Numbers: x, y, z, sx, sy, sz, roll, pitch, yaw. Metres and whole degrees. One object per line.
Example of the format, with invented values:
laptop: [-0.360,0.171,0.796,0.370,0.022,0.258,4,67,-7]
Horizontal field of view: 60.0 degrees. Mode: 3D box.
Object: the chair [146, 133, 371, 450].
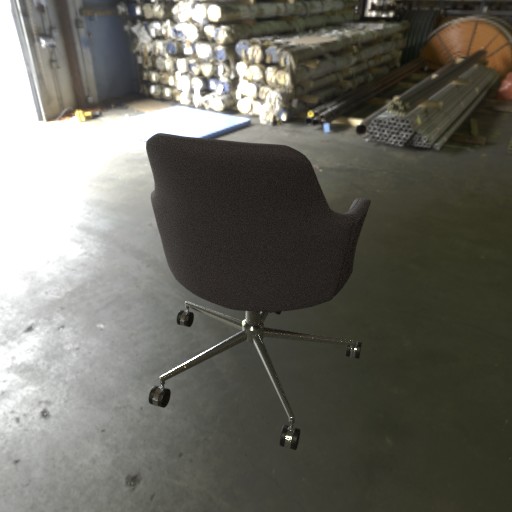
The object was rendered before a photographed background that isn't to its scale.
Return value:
chair: [0.000,0.000,1.272,0.655,0.820,0.600,10,33,15]
